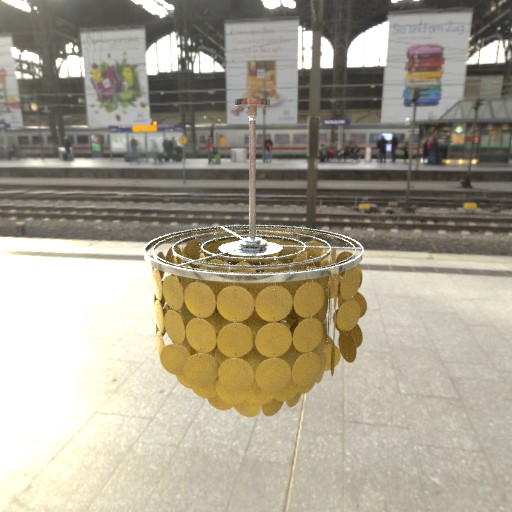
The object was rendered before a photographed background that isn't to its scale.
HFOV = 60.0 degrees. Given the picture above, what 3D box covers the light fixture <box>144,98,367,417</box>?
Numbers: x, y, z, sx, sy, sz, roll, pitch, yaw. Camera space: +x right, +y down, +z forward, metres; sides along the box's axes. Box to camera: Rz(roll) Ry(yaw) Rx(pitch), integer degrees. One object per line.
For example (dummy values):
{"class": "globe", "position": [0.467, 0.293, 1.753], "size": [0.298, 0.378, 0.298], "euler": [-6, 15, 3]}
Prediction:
{"class": "light fixture", "position": [0.000, 0.000, 0.738], "size": [0.368, 0.492, 0.368], "euler": [0, 14, 0]}
